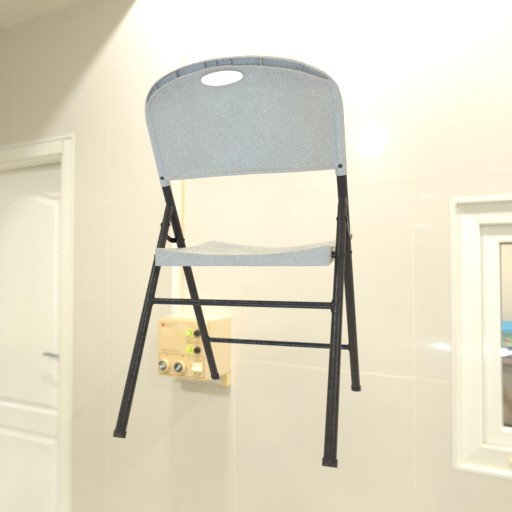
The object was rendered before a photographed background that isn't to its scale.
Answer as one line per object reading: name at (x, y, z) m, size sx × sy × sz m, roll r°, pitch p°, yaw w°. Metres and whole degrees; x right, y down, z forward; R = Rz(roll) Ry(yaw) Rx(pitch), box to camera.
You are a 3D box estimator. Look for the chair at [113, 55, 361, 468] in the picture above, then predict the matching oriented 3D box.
chair at (0.000, 0.000, 1.164) m, size 0.494 × 0.810 × 0.566 m, roll 0°, pitch -1°, yaw 18°
